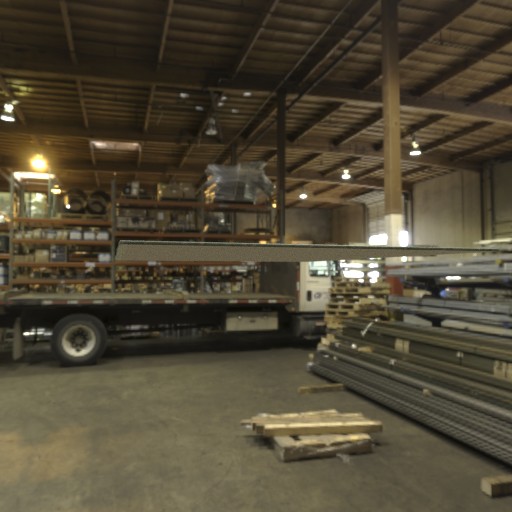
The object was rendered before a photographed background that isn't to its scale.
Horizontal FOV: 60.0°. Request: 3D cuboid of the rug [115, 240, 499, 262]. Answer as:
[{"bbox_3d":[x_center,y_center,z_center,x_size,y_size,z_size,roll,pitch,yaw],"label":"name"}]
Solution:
[{"bbox_3d":[0.000,0.000,4.023,2.420,0.019,3.039,1,-2,-18],"label":"rug"}]
